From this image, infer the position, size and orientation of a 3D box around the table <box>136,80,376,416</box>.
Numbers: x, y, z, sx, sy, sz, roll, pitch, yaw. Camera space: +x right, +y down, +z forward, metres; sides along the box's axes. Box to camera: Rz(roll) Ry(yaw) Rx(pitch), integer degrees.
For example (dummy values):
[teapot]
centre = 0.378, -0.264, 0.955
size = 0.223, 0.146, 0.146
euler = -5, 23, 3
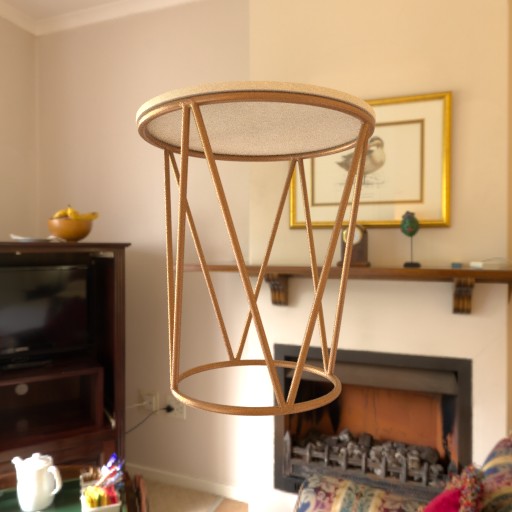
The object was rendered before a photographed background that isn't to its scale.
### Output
[table]
centre = 0.000, 0.000, 0.959
size = 0.500, 0.564, 0.500
euler = 0, 0, 0
